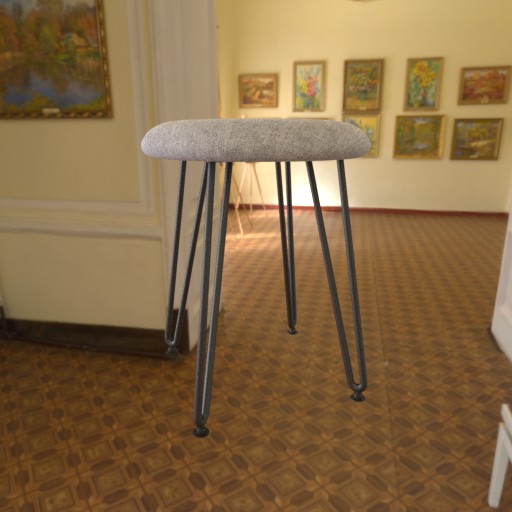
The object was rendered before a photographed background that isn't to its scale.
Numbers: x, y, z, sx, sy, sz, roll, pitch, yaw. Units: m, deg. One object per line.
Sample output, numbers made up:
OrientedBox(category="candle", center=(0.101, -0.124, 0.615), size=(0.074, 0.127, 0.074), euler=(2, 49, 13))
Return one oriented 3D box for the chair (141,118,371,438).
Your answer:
OrientedBox(category="chair", center=(0.000, 0.000, 0.656), size=(0.350, 0.386, 0.350), euler=(7, 17, 24))
